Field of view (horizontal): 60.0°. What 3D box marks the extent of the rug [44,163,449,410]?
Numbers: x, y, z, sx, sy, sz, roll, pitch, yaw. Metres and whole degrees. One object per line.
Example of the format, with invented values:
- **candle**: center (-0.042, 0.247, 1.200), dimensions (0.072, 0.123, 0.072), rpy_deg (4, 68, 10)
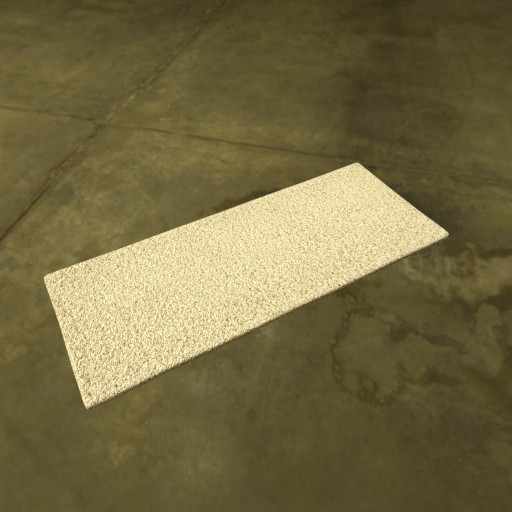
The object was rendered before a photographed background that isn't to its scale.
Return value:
- **rug**: center (0.000, 0.000, 1.776), dimensions (1.524, 0.030, 0.609), rpy_deg (-22, 50, -20)
